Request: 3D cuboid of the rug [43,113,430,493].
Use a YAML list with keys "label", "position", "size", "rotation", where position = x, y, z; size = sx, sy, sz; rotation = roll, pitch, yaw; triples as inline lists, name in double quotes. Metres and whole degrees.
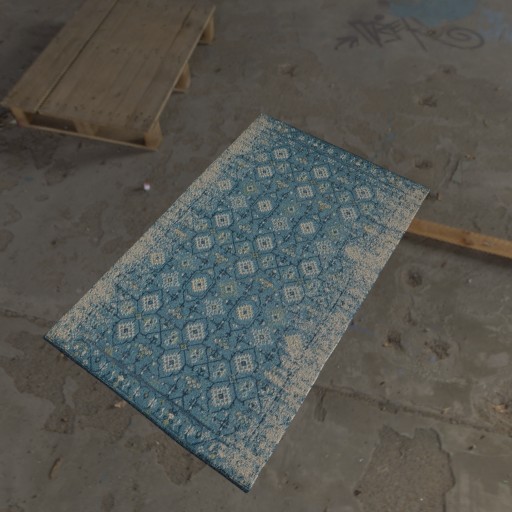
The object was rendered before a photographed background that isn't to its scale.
- label: "rug"
  position: [0.000, 0.000, 3.021]
  size: [1.530, 0.015, 2.449]
  rotation: [30, 63, 17]
